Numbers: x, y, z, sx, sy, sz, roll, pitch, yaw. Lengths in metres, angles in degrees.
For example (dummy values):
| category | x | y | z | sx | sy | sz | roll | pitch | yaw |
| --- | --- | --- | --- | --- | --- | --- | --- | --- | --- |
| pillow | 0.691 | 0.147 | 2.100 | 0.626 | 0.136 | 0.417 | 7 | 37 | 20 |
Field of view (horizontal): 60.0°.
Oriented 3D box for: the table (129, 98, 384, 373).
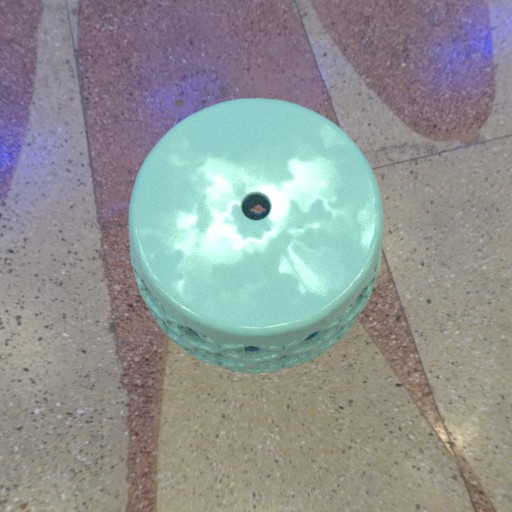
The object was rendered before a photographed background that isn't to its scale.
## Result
| category | x | y | z | sx | sy | sz | roll | pitch | yaw |
| --- | --- | --- | --- | --- | --- | --- | --- | --- | --- |
| table | 0.000 | 0.000 | 0.636 | 0.325 | 0.388 | 0.325 | 0 | 75 | 0 |
